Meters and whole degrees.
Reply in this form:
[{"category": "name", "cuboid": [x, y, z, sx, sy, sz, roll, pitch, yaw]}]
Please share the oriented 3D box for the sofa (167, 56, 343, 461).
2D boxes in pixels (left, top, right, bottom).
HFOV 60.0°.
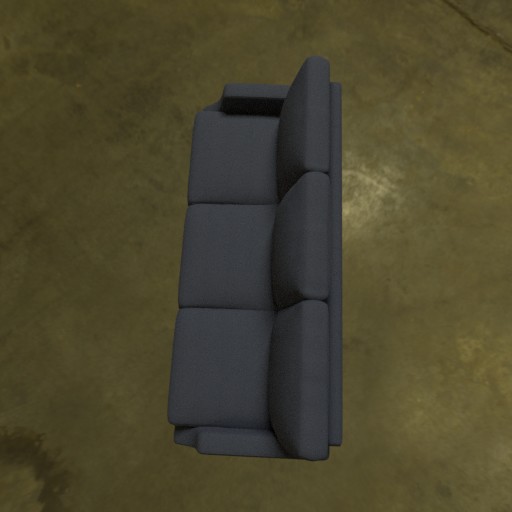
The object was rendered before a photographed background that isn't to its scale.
[{"category": "sofa", "cuboid": [0.000, 0.000, 2.569, 0.888, 0.984, 2.115, 3, 75, 1]}]
